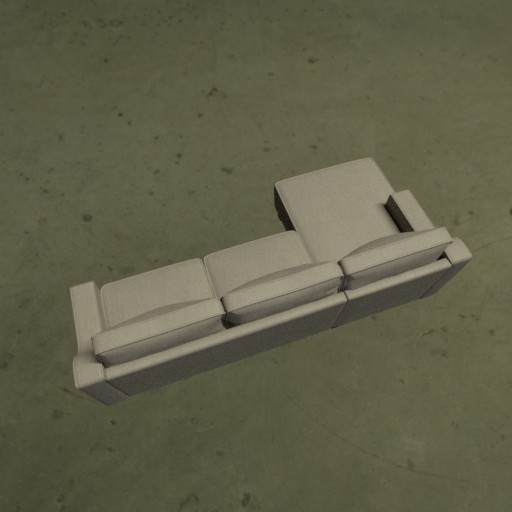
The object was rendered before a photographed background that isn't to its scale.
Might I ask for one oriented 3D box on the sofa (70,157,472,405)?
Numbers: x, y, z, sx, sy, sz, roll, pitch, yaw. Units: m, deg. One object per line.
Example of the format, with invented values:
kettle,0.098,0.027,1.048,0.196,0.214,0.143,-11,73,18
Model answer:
sofa,0.000,0.000,3.216,2.561,0.928,1.294,-17,60,-10
